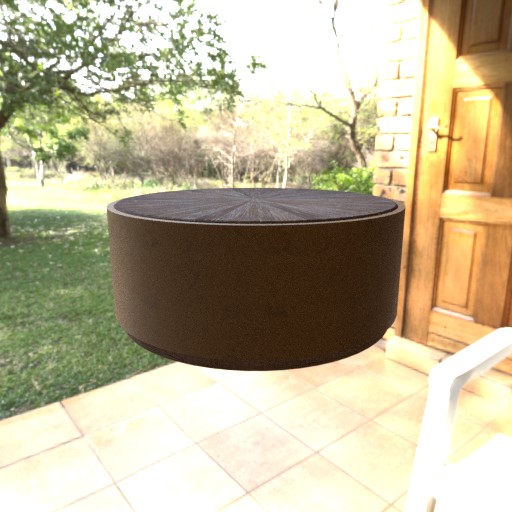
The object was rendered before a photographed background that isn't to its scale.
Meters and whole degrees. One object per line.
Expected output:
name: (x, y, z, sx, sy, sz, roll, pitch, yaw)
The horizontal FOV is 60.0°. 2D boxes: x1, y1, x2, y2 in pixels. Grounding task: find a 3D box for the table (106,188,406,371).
table: (0.000, 0.000, 1.606, 1.001, 0.409, 1.001, 0, 14, 0)
